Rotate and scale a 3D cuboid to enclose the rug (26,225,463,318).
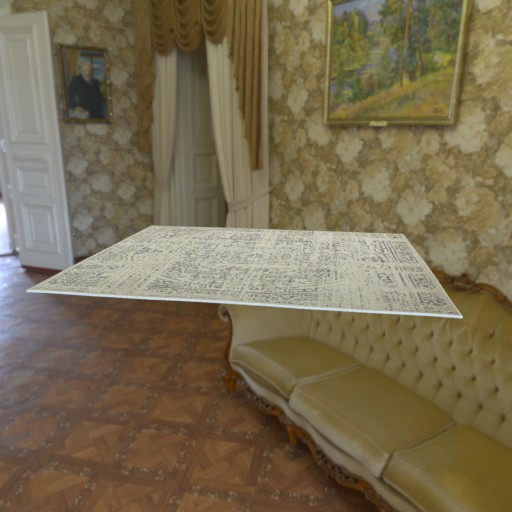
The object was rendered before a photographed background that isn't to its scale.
[{"bbox_3d":[0.000,0.000,3.985,2.921,0.032,2.311,2,16,9],"label":"rug"}]
